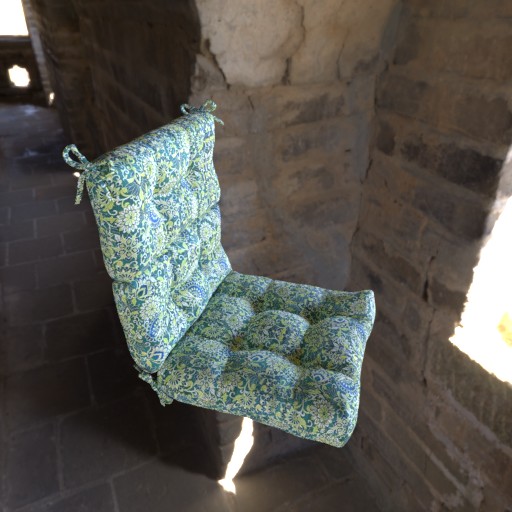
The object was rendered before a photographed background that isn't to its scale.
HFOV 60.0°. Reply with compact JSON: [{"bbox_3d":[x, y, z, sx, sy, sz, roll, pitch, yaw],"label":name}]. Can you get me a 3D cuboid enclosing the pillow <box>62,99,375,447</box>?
[{"bbox_3d":[0.000,0.000,1.036,0.571,0.605,0.519,10,32,16],"label":"pillow"}]
